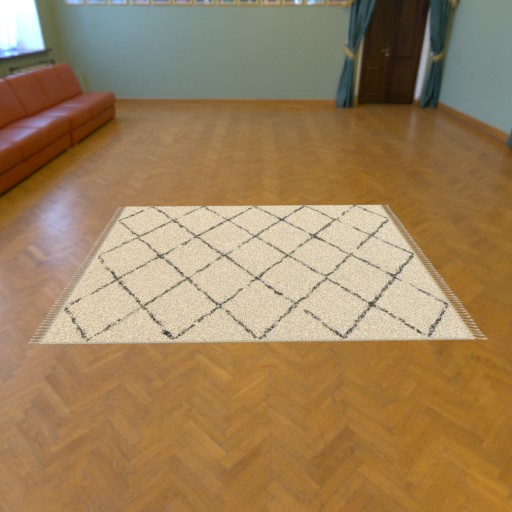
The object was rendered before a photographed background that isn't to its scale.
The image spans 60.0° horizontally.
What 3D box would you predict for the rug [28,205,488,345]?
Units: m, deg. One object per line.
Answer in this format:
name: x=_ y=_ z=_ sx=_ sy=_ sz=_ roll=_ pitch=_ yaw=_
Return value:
rug: x=0.000 y=0.000 z=3.975 sx=3.051 sy=0.013 sz=2.380 roll=0 pitch=29 yaw=-1
